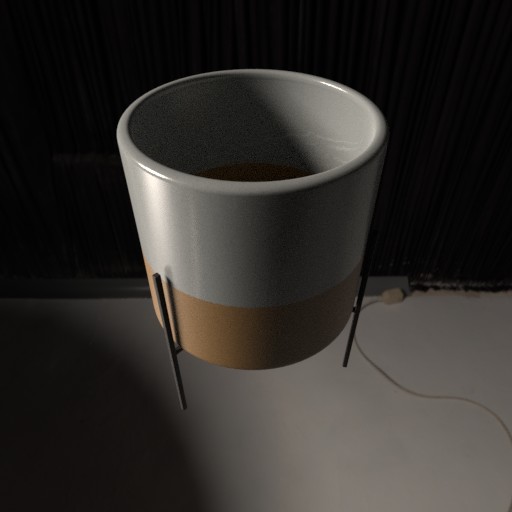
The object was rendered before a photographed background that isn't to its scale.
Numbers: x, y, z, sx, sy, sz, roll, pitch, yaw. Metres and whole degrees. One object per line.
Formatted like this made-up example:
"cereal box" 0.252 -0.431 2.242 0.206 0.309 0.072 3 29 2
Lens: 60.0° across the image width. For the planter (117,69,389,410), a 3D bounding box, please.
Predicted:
"planter" 0.000 0.000 0.643 0.310 0.432 0.310 -1 42 -1
